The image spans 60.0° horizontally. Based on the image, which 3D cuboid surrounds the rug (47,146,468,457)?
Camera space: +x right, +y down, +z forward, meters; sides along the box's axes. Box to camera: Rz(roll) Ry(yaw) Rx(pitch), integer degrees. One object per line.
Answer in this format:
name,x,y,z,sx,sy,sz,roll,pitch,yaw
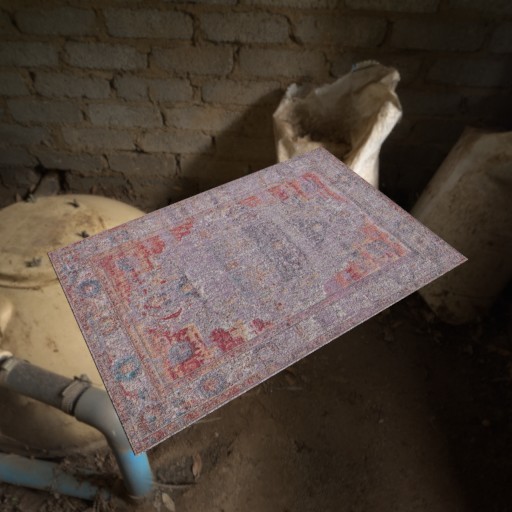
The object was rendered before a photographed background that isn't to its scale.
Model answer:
rug,0.000,0.000,2.311,1.829,0.005,1.219,-25,52,-21
